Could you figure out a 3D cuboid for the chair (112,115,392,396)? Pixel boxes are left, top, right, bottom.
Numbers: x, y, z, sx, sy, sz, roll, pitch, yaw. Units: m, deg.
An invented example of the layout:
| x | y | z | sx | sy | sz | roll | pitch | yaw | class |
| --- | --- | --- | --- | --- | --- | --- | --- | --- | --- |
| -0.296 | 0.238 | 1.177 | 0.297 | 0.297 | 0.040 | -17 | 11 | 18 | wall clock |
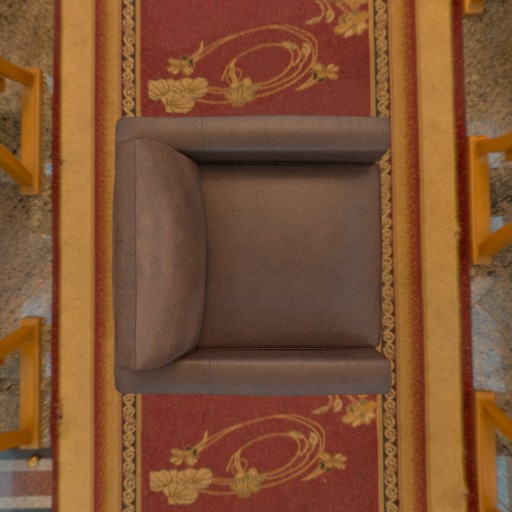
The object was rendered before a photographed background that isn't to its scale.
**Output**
| x | y | z | sx | sy | sz | roll | pitch | yaw | class |
| --- | --- | --- | --- | --- | --- | --- | --- | --- | --- |
| 0.000 | 0.000 | 1.836 | 1.069 | 0.812 | 1.100 | 0 | 89 | 0 | chair |
